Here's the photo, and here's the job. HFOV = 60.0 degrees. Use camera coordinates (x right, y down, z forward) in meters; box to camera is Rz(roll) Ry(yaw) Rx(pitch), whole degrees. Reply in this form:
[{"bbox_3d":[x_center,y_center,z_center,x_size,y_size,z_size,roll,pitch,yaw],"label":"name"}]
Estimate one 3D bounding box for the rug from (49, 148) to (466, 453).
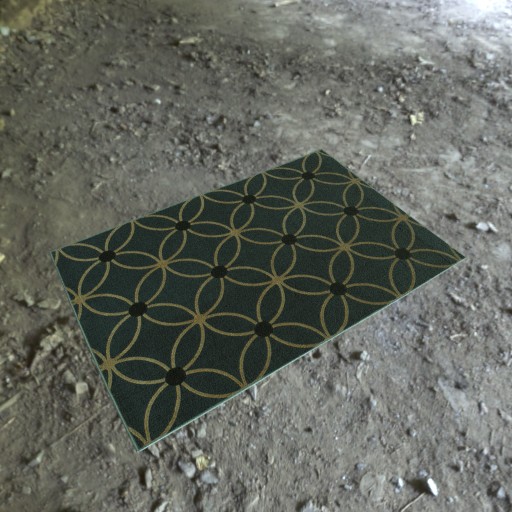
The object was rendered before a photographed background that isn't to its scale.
[{"bbox_3d":[0.000,0.000,2.889,2.284,0.008,1.522,-25,51,-22],"label":"rug"}]
